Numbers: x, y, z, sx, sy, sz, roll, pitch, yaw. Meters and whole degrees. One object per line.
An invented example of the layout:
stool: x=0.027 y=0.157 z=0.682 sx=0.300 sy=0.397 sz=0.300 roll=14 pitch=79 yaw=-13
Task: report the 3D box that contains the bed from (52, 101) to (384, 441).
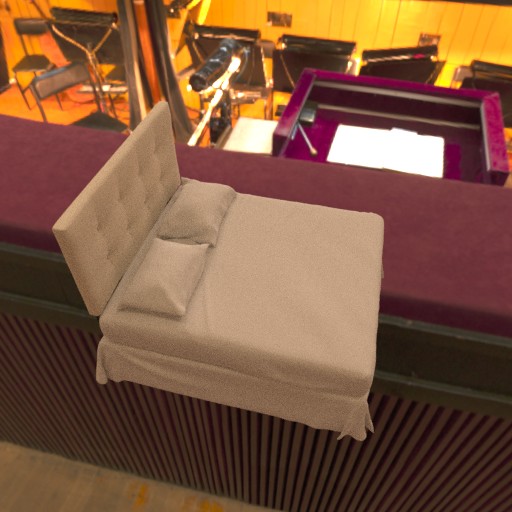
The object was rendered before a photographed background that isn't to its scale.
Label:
bed: x=0.000 y=0.000 z=3.497 sx=2.222 sy=1.577 sz=1.936 roll=10 pitch=47 yaw=10
